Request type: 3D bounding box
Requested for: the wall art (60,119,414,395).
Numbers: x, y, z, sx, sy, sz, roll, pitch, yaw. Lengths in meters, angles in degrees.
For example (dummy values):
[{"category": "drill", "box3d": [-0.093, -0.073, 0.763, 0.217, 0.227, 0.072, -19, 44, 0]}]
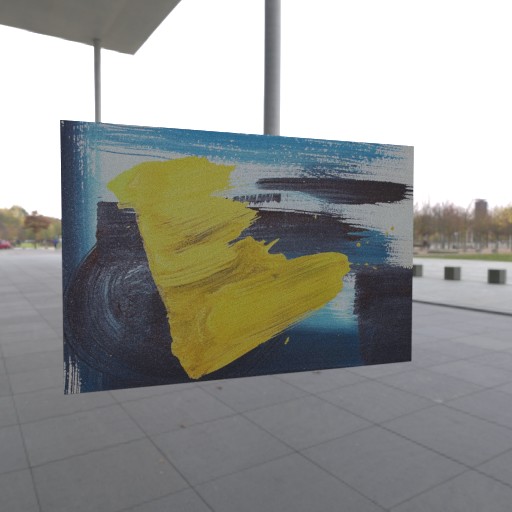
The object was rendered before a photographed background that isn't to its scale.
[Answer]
[{"category": "wall art", "box3d": [0.000, 0.000, 0.758, 0.609, 0.406, 0.033, -1, 2, -17]}]
